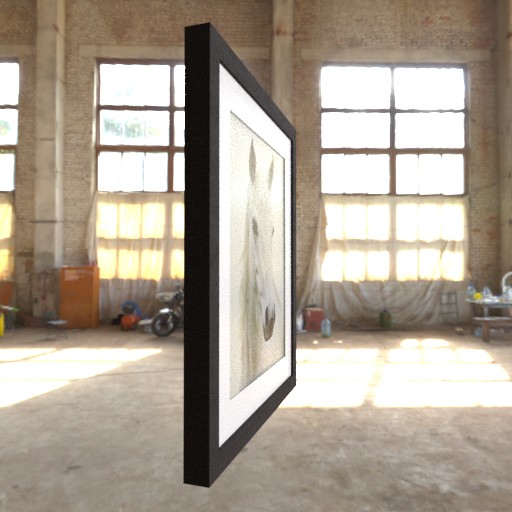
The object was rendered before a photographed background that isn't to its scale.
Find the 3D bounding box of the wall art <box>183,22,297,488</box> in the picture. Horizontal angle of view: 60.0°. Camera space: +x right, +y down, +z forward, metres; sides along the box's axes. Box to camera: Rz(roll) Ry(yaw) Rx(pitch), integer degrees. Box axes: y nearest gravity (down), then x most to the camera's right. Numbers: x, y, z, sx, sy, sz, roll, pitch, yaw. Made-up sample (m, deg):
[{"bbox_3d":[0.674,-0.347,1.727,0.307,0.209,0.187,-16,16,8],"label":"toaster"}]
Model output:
[{"bbox_3d":[0.000,0.000,0.747,0.034,0.552,0.455,0,-1,18],"label":"wall art"}]
